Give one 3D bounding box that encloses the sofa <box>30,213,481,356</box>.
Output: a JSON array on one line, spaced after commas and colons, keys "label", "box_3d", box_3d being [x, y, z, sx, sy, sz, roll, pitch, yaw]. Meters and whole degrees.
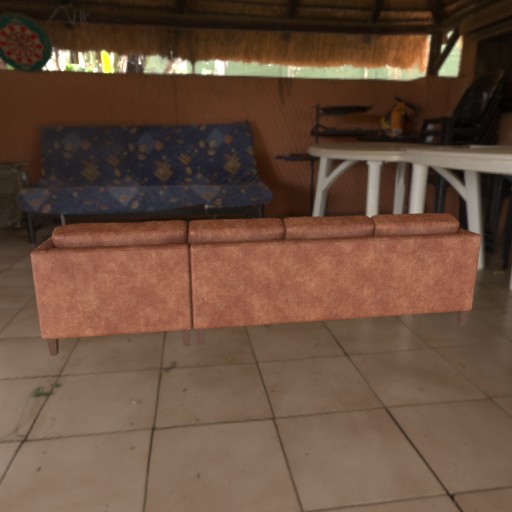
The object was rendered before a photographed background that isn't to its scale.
[{"label": "sofa", "box_3d": [0.000, 0.000, 3.909, 3.203, 0.883, 1.581, -2, 15, -9]}]
